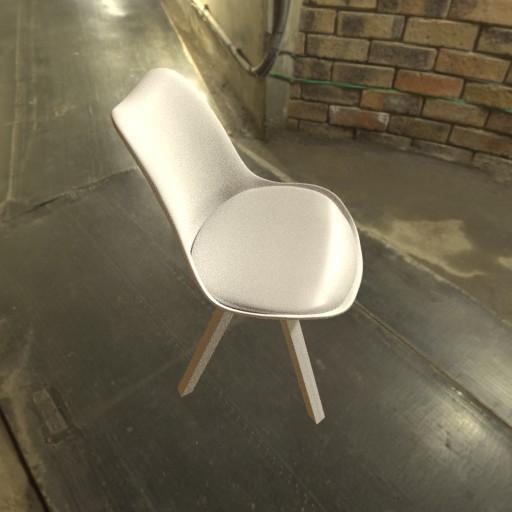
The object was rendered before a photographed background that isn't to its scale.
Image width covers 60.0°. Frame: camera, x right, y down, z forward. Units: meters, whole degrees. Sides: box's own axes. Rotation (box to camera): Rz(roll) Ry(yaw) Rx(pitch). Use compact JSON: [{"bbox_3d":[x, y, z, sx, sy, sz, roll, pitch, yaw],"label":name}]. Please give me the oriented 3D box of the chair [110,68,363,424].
[{"bbox_3d":[0.000,0.000,1.164,0.550,0.850,0.485,8,46,8],"label":"chair"}]
